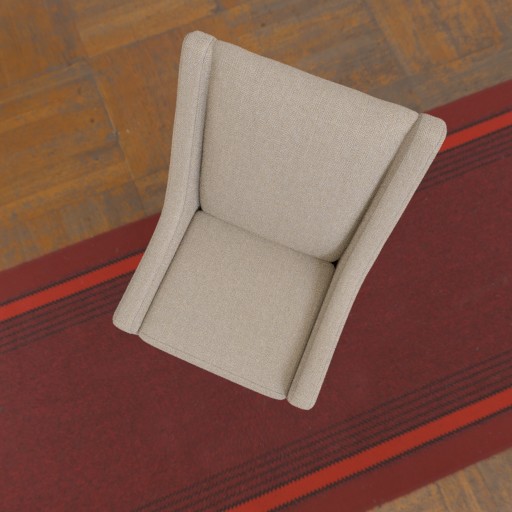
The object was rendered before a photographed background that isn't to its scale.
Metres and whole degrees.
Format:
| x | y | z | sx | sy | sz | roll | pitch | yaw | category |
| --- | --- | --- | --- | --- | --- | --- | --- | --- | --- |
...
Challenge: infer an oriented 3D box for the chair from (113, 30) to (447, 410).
| x | y | z | sx | sy | sz | roll | pitch | yaw | category |
| --- | --- | --- | --- | --- | --- | --- | --- | --- | --- |
| 0.000 | 0.000 | 1.581 | 0.774 | 1.014 | 0.870 | 22 | 78 | 5 | chair |
